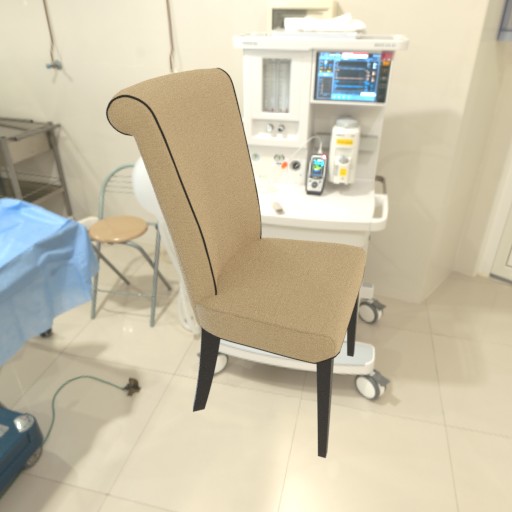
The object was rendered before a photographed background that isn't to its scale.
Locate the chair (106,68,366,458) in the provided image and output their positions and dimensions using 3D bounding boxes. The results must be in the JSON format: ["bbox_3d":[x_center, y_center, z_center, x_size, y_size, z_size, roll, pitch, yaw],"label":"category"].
[{"bbox_3d":[0.000,0.000,1.351,0.623,0.997,0.522,11,32,18],"label":"chair"}]
